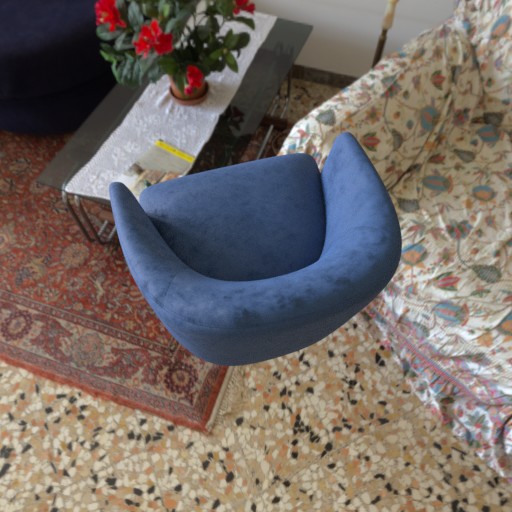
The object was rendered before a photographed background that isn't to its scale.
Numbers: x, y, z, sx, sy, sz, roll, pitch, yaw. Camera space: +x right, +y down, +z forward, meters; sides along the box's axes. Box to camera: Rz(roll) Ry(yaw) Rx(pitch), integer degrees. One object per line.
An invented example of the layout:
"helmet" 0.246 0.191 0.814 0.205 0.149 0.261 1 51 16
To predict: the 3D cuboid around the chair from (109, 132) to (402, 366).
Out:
"chair" 0.000 0.000 1.433 0.773 0.698 0.767 -14 60 -9
